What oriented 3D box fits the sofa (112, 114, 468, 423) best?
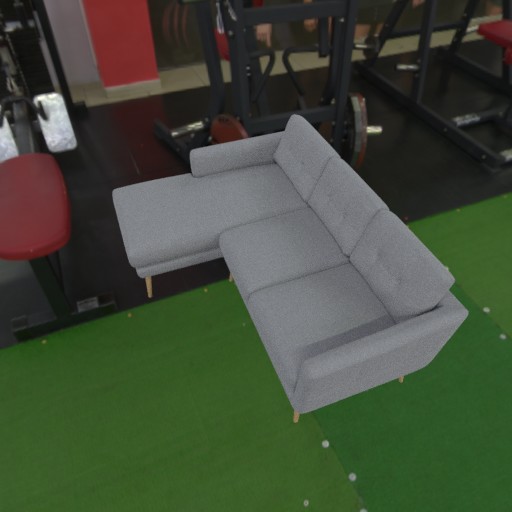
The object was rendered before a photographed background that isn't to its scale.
[{"bbox_3d":[0.000,0.000,2.815,1.530,0.860,2.040,-15,47,-15],"label":"sofa"}]
